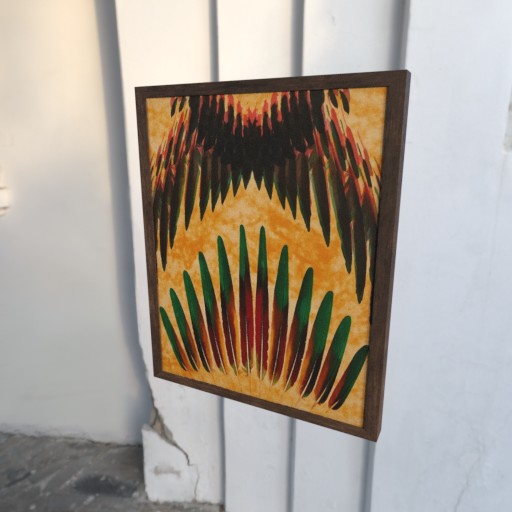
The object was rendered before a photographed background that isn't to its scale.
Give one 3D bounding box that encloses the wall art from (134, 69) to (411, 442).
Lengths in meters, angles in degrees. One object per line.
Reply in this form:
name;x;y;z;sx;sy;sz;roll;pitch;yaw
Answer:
wall art;0.000;0.000;0.548;0.329;0.406;0.027;7;17;26
